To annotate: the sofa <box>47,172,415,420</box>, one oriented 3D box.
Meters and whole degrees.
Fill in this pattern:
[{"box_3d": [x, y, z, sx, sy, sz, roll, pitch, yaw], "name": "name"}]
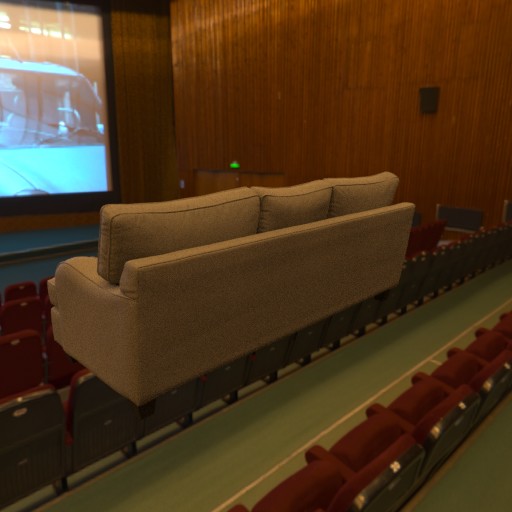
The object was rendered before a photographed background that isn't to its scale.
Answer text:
[{"box_3d": [0.000, 0.000, 2.875, 2.323, 0.991, 1.016, -15, 21, -43], "name": "sofa"}]
